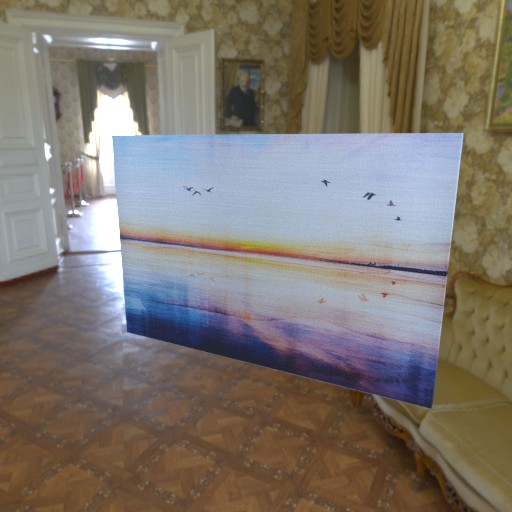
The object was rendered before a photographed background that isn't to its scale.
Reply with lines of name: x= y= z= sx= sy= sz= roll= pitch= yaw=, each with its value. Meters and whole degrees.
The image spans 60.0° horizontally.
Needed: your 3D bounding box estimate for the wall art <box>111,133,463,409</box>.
wall art: x=0.000 y=0.000 z=1.429 sx=1.137 sy=0.756 sz=0.034 roll=7 pitch=16 yaw=26
